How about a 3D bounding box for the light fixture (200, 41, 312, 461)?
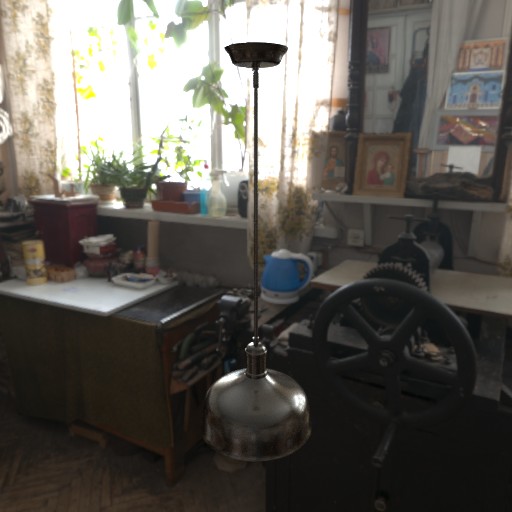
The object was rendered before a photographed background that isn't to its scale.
[{"bbox_3d":[0.000,0.000,1.085,0.299,0.935,0.299,-3,15,-10],"label":"light fixture"}]
